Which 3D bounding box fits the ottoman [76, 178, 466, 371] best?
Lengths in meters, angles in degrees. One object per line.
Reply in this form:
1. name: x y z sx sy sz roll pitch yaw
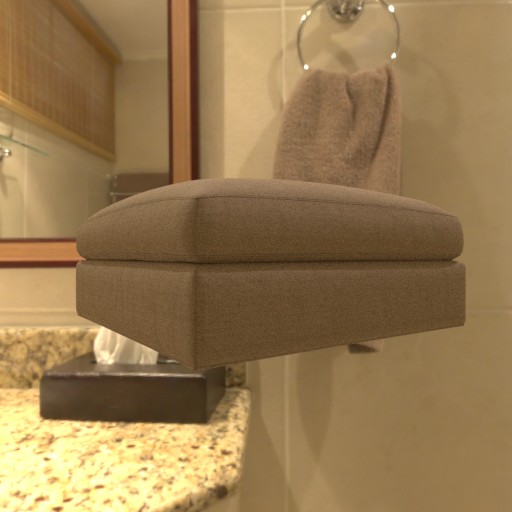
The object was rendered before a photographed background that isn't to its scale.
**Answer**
1. ottoman: 0.000 0.000 1.614 1.041 0.470 1.041 0 0 -35
